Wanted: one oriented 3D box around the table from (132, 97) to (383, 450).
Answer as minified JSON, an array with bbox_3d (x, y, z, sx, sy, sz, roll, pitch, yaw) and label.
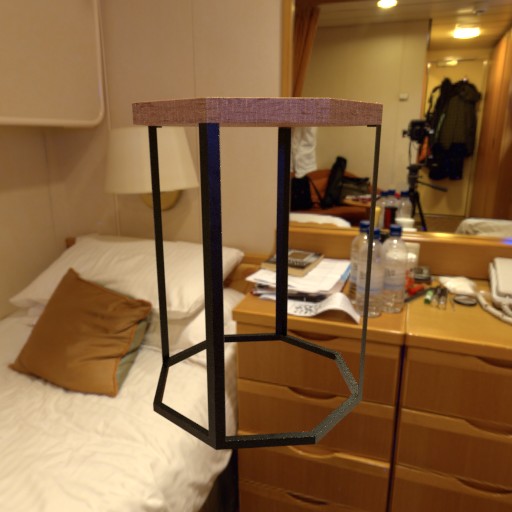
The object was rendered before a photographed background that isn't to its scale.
[{"bbox_3d":[0.000,0.000,0.863,0.437,0.553,0.437,-8,17,-26],"label":"table"}]
